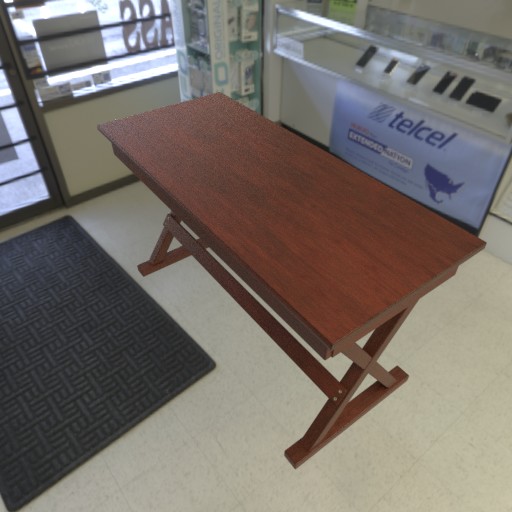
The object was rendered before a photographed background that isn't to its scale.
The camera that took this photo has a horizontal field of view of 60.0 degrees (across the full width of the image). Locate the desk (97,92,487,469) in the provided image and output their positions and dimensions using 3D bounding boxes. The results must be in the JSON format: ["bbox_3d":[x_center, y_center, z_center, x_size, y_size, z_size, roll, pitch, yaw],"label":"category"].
[{"bbox_3d":[0.000,0.000,1.773,0.600,0.761,1.372,-26,48,-26],"label":"desk"}]
